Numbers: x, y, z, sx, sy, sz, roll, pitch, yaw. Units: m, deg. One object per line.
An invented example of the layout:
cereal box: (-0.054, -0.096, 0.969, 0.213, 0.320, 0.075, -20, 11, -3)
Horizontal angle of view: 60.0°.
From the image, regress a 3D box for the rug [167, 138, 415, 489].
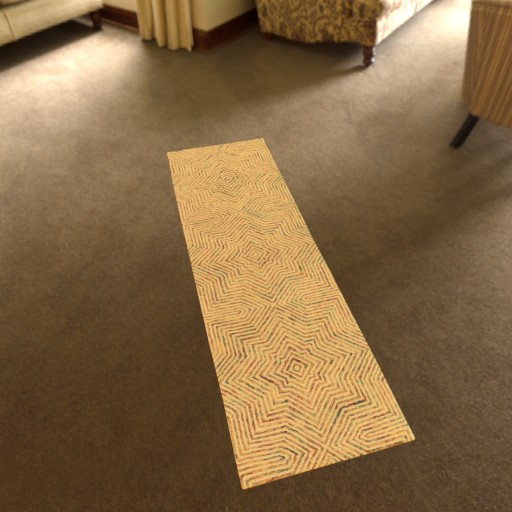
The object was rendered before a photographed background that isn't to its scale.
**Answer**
rug: (0.000, 0.000, 2.643, 0.771, 0.009, 2.443, -11, 48, -10)
